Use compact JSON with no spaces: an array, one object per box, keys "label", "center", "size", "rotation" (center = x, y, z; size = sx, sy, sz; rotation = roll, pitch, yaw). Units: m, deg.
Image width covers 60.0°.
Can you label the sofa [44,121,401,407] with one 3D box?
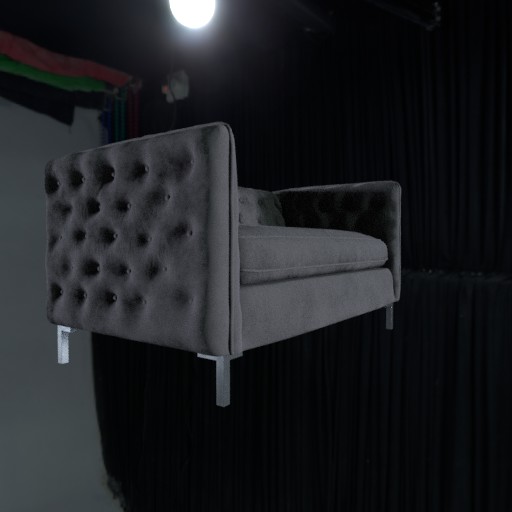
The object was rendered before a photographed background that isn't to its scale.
[{"label":"sofa","center":[0.000,0.000,2.070],"size":[0.909,0.810,1.583],"rotation":[1,2,36]}]
